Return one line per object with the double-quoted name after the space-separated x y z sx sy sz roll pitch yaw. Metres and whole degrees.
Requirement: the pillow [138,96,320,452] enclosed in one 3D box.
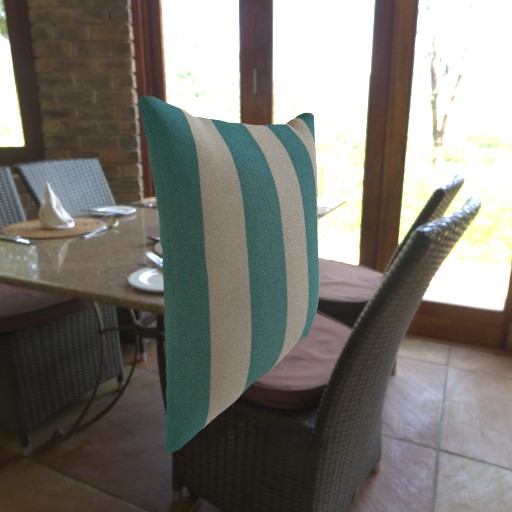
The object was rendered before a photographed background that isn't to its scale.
0.000 0.000 0.819 0.189 0.526 0.536 8 17 27 "pillow"
